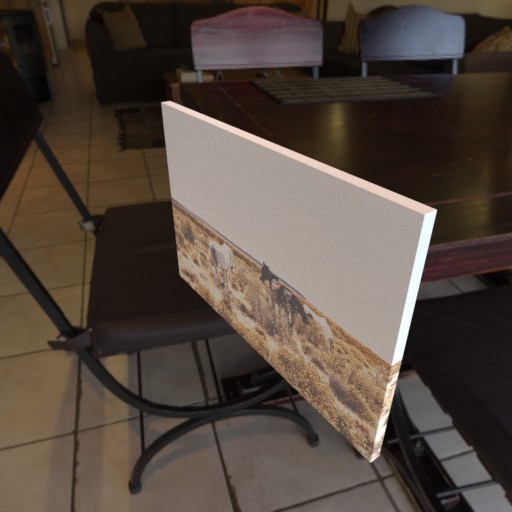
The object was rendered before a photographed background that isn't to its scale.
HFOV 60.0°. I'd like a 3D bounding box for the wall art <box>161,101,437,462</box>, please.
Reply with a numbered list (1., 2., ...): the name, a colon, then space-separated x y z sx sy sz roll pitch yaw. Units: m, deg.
1. wall art: 0.000 0.000 1.910 0.051 1.016 1.520 -20 37 -30
